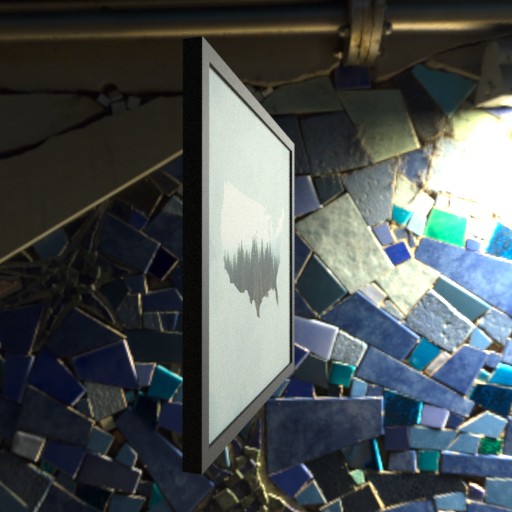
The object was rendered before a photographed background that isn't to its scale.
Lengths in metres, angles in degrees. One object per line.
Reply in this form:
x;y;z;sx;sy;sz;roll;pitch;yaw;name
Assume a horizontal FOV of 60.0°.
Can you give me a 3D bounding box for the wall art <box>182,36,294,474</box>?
0.000;0.000;1.140;0.038;0.763;0.763;0;0;17;wall art
